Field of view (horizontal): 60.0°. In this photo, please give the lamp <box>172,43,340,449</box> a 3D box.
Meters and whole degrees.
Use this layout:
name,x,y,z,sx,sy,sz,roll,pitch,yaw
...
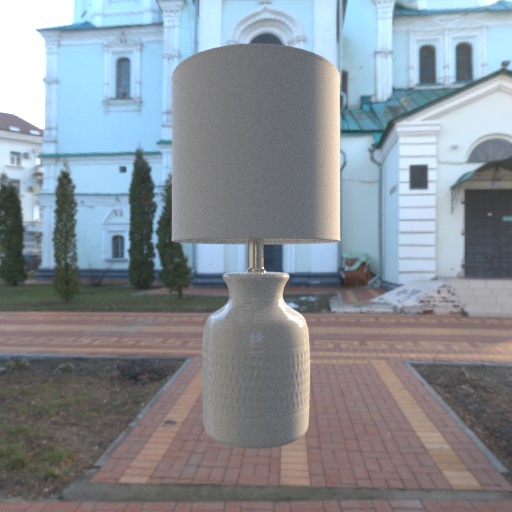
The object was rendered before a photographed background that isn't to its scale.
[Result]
name,x,y,z,sx,sy,sz,roll,pitch,yaw
lamp,0.000,0.000,0.502,0.188,0.392,0.188,0,0,17
